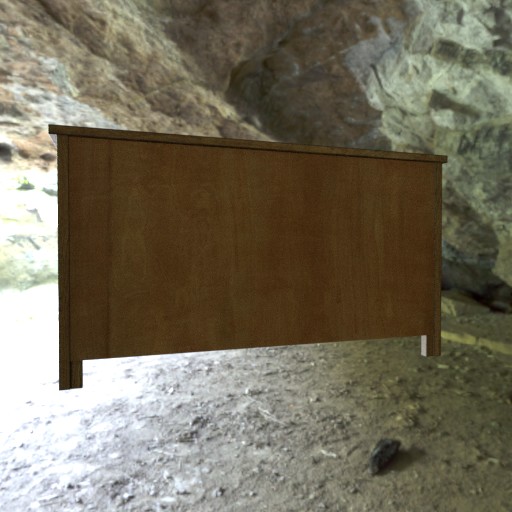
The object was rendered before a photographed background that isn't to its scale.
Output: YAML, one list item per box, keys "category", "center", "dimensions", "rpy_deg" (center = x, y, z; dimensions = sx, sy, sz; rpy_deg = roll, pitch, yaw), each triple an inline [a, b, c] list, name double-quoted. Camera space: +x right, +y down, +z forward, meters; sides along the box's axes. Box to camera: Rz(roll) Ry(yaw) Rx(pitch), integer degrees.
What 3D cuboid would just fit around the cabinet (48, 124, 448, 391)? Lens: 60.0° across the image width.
- category: "cabinet"
  center: [0.000, 0.000, 1.799]
  dimensions: [1.474, 0.813, 0.480]
  rpy_deg: [0, 1, -18]
